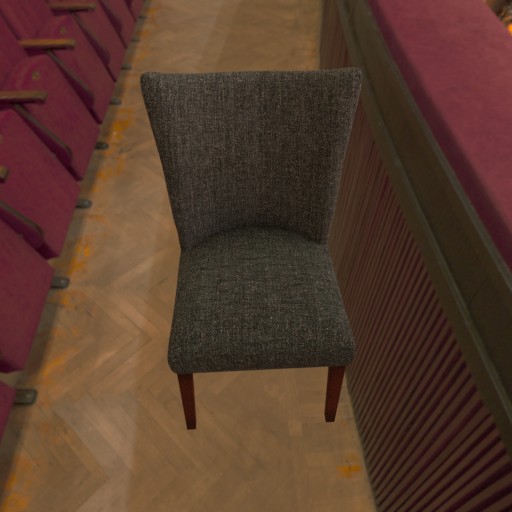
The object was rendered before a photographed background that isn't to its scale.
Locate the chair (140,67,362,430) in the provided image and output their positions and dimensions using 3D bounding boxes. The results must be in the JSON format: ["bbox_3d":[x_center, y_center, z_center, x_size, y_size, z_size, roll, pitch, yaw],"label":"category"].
[{"bbox_3d":[0.000,0.000,1.276,0.535,0.924,0.623,-2,47,-2],"label":"chair"}]
